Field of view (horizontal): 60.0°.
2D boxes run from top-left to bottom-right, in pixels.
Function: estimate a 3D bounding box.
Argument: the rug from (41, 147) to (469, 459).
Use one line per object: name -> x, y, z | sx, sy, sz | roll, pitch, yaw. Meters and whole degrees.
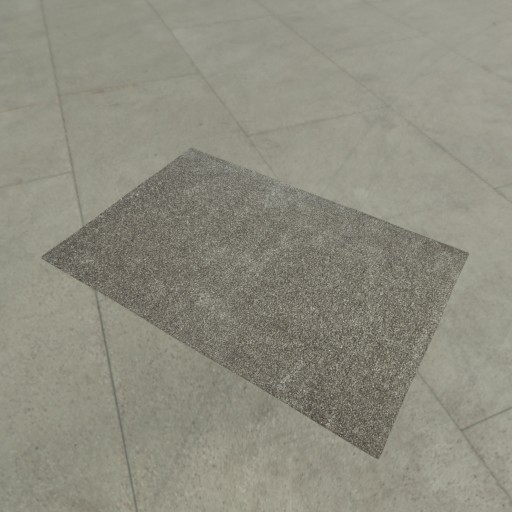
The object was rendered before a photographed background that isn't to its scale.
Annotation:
rug -> 0.000, 0.000, 3.358 | 2.699, 0.026, 1.802 | 25, 51, 22
